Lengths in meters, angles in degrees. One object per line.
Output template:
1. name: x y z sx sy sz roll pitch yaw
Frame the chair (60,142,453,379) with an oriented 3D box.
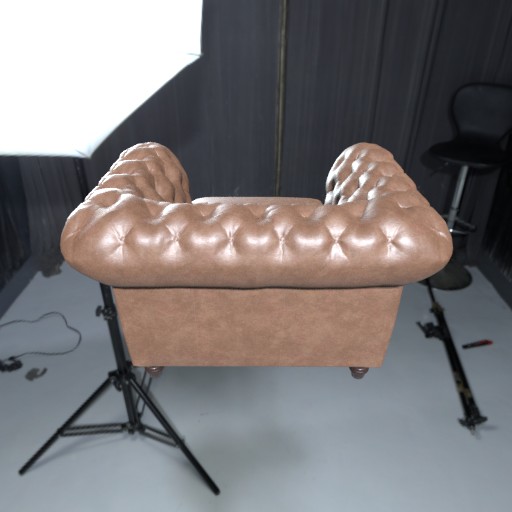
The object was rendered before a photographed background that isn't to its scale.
1. chair: 0.000 0.000 1.896 1.298 0.784 0.954 0 30 0
